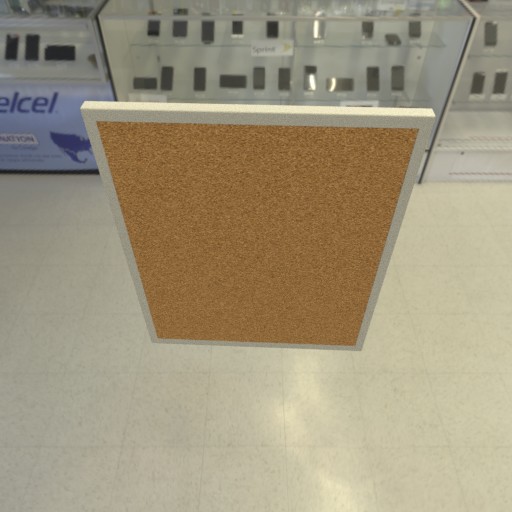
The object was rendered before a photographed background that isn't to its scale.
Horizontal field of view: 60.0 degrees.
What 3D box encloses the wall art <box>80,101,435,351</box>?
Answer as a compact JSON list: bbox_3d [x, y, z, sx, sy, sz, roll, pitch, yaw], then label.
[{"bbox_3d":[0.000,0.000,0.752,0.444,0.536,0.020,2,46,2],"label":"wall art"}]
